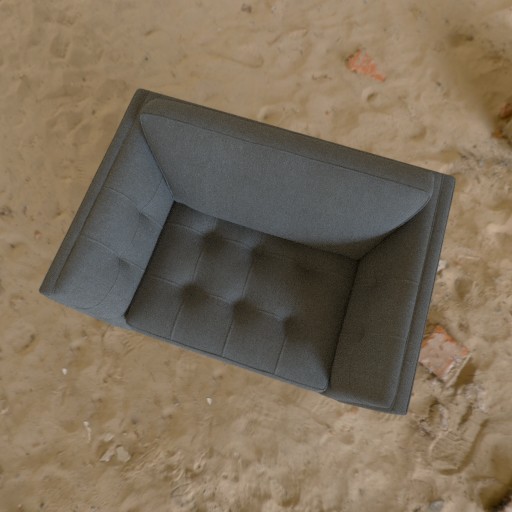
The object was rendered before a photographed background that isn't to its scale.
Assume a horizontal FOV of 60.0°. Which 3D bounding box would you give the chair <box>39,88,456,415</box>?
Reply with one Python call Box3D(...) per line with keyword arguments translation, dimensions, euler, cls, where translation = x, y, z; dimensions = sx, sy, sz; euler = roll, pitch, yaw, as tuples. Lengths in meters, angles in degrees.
Box3D(translation=(0.000, 0.000, 2.002), dimensions=(1.396, 0.942, 0.965), euler=(17, 73, 5), cls="chair")
